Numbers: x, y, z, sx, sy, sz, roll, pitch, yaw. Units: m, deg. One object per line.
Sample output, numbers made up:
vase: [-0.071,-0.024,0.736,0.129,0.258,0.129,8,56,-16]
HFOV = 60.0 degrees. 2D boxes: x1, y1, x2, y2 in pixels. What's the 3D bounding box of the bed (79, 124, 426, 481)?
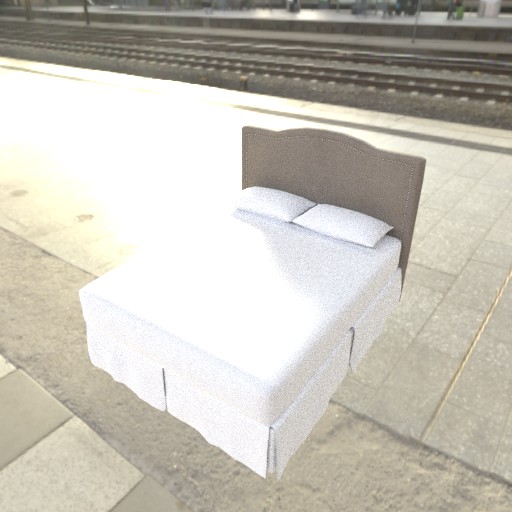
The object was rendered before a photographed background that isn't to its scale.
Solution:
bed: [0.000,0.000,3.300,1.744,1.441,2.128,20,36,30]
